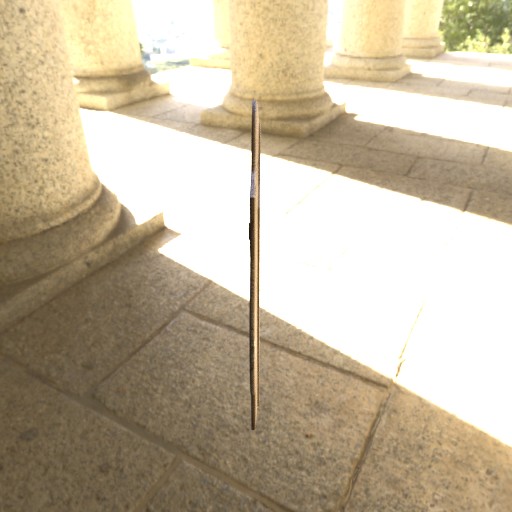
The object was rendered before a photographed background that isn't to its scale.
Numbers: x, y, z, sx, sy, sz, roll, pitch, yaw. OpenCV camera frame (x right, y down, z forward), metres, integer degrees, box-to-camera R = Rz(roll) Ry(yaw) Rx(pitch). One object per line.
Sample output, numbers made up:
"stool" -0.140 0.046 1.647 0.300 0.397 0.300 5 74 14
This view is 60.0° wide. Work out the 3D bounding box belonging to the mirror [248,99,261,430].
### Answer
"mirror" 0.000 0.000 1.046 0.019 0.686 0.686 0 32 1
